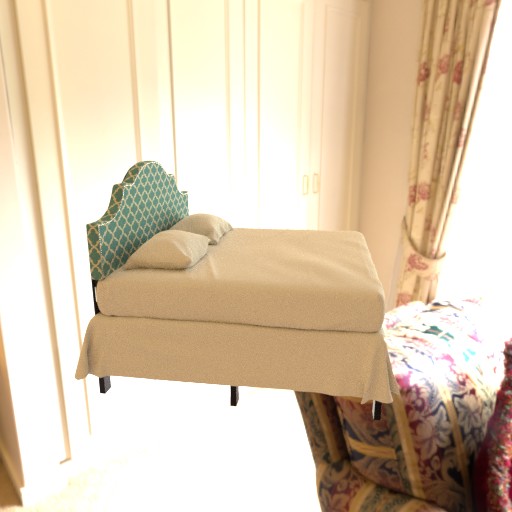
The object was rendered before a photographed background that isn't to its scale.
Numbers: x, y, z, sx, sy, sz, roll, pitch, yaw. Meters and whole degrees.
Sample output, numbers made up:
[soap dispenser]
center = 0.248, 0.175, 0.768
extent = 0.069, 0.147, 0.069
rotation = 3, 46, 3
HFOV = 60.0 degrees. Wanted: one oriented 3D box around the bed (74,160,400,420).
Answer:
[bed]
center = 0.000, 0.000, 3.838
extent = 2.222, 1.601, 2.314
rotation = 2, 15, 9
